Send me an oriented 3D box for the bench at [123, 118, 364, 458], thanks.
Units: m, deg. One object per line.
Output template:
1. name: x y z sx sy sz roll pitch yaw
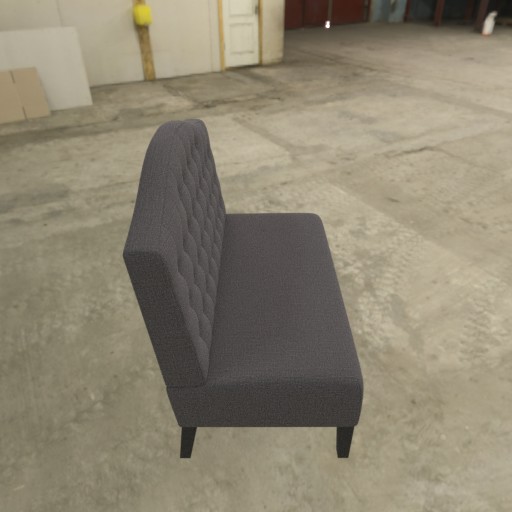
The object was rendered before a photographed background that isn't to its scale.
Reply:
1. bench: 0.000 0.000 2.075 0.815 1.180 1.335 0 33 0
